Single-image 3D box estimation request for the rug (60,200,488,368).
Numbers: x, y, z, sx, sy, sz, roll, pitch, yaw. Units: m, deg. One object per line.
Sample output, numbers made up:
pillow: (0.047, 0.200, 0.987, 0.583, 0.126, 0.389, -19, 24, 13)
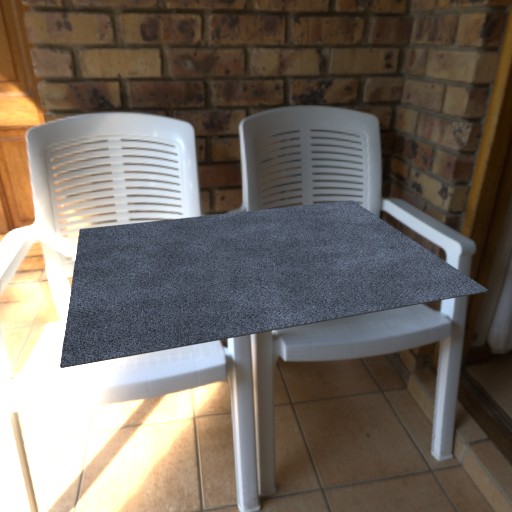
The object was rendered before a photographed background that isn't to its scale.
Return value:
rug: (0.000, 0.000, 2.870, 2.235, 0.008, 1.600, -8, 27, -15)
